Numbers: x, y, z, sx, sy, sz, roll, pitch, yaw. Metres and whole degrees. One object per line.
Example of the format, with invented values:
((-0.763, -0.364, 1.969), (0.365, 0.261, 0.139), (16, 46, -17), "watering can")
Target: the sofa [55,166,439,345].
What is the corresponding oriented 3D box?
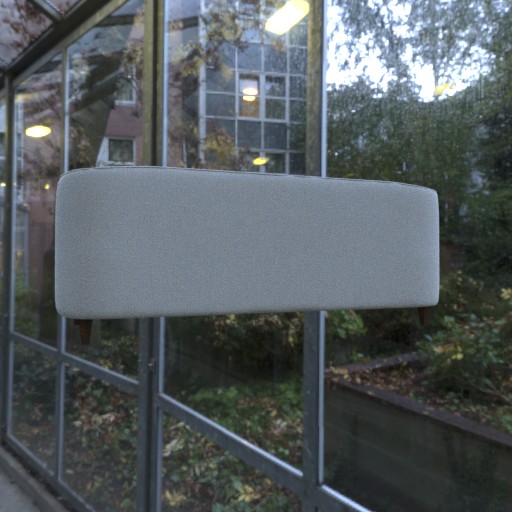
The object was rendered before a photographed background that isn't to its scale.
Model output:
((0.000, 0.000, 2.755), (2.278, 0.855, 0.941), (0, -1, -18), "sofa")
